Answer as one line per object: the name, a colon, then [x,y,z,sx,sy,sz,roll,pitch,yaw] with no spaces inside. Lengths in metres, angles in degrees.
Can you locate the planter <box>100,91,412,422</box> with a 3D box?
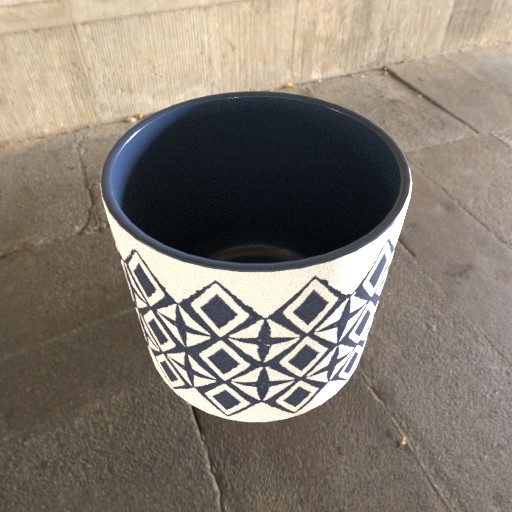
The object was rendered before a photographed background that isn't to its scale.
planter: [0.000,0.000,0.281,0.159,0.144,0.159,0,46,0]
